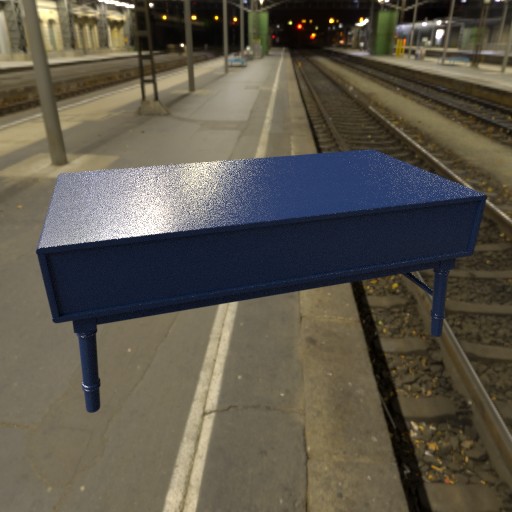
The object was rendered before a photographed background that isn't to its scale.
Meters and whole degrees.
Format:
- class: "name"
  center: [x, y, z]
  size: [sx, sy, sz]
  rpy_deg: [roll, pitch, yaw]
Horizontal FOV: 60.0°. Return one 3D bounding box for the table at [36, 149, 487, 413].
- class: "table"
  center: [0.000, 0.000, 1.334]
  size: [1.067, 0.457, 0.572]
  rpy_deg: [-8, 27, -16]
